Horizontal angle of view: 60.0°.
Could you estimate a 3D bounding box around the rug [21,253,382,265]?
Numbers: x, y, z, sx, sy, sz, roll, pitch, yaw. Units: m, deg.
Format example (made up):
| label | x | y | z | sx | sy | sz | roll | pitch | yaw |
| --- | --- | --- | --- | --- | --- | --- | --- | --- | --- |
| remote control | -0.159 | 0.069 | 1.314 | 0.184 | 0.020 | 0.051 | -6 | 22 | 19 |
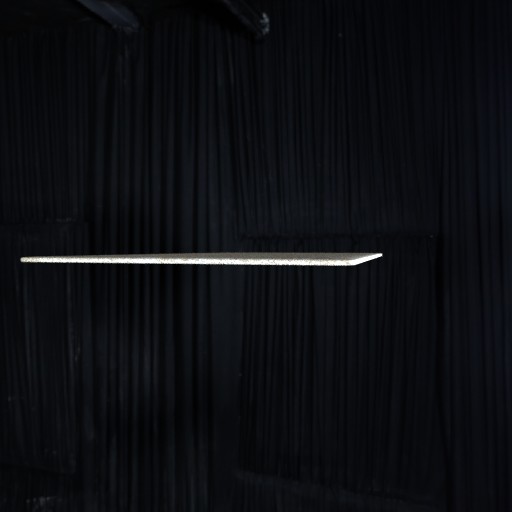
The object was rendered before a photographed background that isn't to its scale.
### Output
| label | x | y | z | sx | sy | sz | roll | pitch | yaw |
| --- | --- | --- | --- | --- | --- | --- | --- | --- | --- |
| rug | 0.000 | 0.000 | 2.992 | 1.539 | 0.024 | 2.469 | 0 | 1 | 18 |
